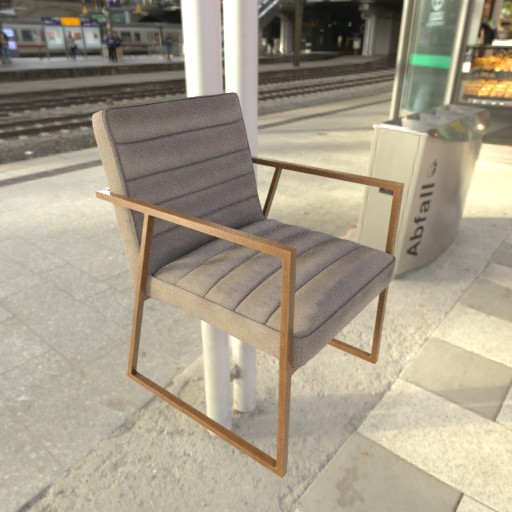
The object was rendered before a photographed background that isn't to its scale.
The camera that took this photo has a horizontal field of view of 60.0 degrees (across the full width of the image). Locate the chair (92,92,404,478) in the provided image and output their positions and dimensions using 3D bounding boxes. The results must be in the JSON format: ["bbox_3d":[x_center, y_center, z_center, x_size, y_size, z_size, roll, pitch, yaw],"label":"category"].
[{"bbox_3d":[0.000,0.000,1.305,0.682,0.843,0.578,19,32,34],"label":"chair"}]
